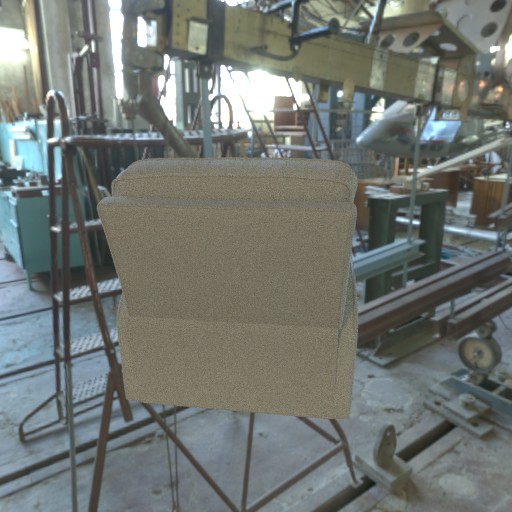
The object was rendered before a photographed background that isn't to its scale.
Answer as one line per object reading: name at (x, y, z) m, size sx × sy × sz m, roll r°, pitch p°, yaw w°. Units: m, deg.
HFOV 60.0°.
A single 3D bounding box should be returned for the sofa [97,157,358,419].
sofa at (0.000, 0.000, 2.040) m, size 0.861 × 0.959 × 1.472 m, roll 2°, pitch 17°, yaw 8°
